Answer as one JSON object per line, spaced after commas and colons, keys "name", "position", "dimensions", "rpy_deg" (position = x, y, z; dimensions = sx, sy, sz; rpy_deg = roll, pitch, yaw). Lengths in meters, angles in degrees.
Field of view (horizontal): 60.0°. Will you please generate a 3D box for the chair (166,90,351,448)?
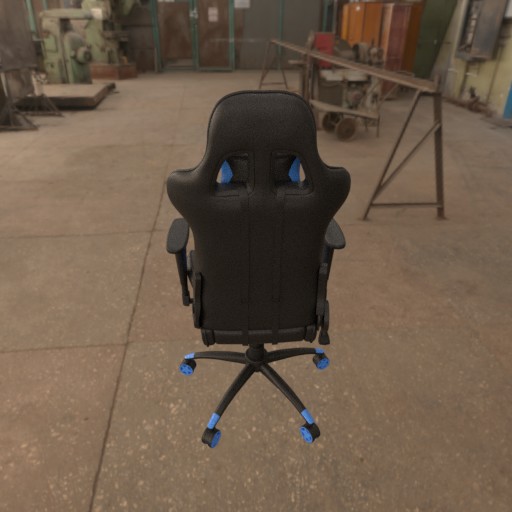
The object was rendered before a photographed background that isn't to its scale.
{"name": "chair", "position": [0.000, 0.000, 1.705], "dimensions": [0.695, 1.282, 0.730], "rpy_deg": [-2, 28, -3]}
